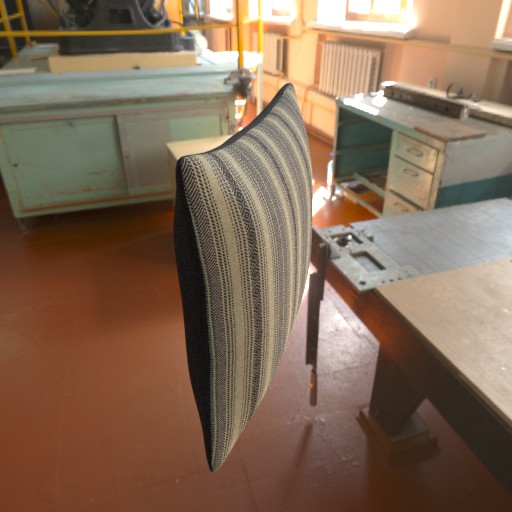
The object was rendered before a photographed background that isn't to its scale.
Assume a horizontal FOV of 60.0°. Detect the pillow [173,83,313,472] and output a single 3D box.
[{"bbox_3d":[0.000,0.000,0.789,0.166,0.508,0.520,8,31,14],"label":"pillow"}]
